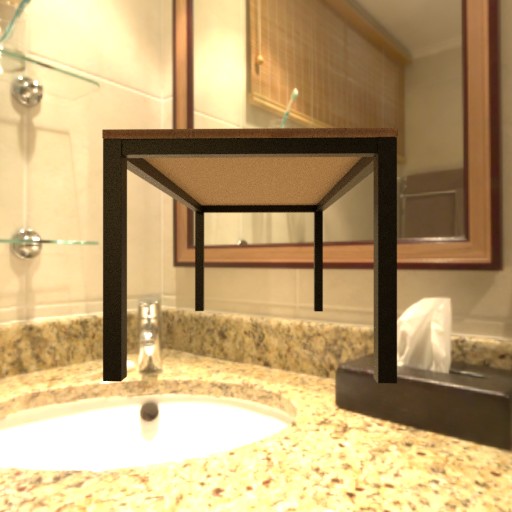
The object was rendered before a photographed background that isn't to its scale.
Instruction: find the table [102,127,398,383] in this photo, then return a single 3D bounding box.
[{"bbox_3d":[0.000,0.000,2.239,0.893,0.767,1.805,0,0,1],"label":"table"}]
